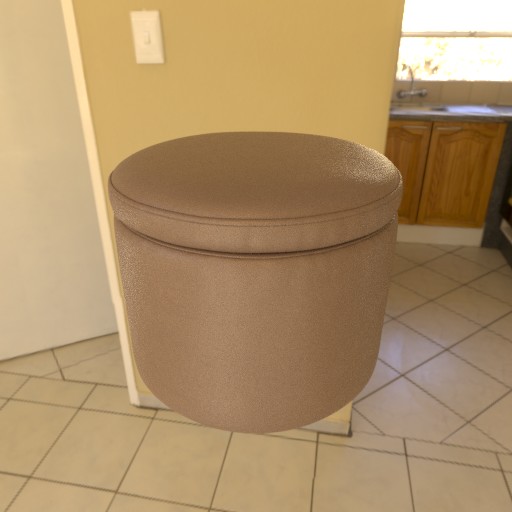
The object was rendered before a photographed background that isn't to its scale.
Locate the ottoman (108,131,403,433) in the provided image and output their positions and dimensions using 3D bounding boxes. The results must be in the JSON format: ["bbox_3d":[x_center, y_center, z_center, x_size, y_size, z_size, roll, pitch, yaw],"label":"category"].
[{"bbox_3d":[0.000,0.000,0.848,0.500,0.409,0.500,0,26,0],"label":"ottoman"}]
